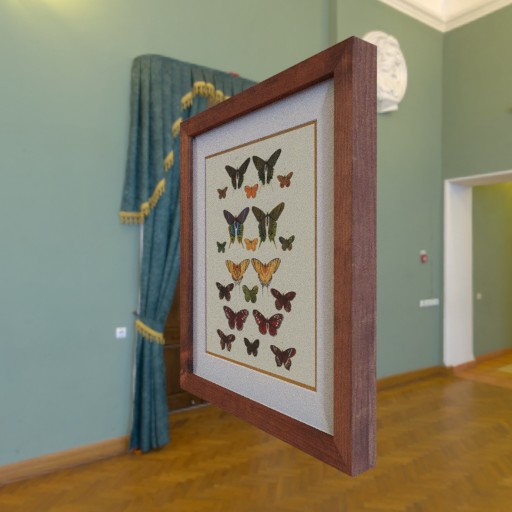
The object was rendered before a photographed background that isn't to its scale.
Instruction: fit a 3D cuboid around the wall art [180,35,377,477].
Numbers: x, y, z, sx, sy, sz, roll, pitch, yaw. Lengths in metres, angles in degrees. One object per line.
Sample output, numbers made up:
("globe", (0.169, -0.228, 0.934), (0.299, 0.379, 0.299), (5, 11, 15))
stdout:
("wall art", (0.000, 0.000, 0.613), (0.039, 0.449, 0.377), (0, 0, -37))
